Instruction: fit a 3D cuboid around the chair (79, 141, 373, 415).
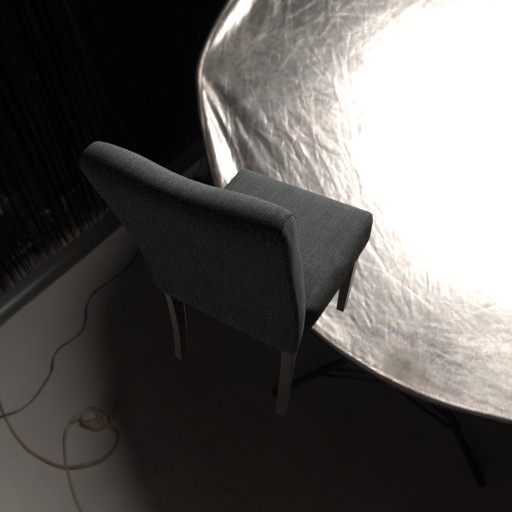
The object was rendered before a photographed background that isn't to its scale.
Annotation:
[{"bbox_3d":[0.000,0.000,1.246,0.487,0.884,0.629,23,51,20],"label":"chair"}]
